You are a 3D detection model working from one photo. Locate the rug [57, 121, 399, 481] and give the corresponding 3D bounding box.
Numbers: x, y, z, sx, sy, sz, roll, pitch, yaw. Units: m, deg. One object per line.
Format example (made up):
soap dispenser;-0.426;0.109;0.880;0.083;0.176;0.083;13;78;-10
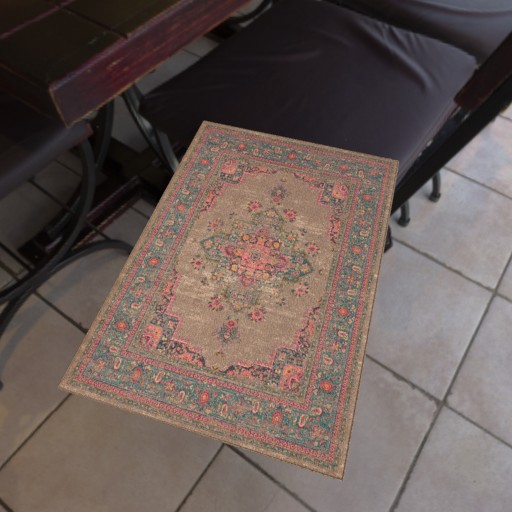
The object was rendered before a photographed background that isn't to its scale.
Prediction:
rug;0.000;0.000;3.662;2.005;0.013;2.890;14;58;9
